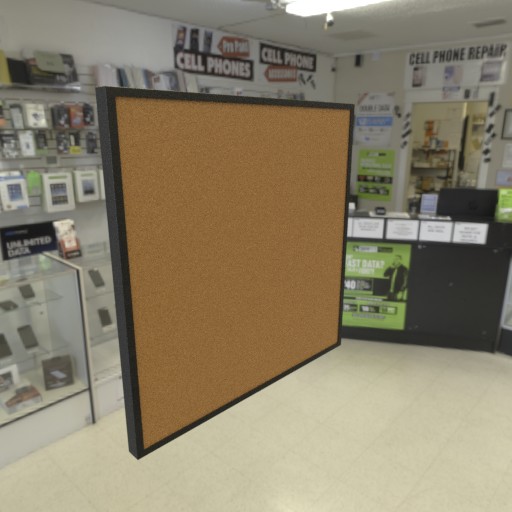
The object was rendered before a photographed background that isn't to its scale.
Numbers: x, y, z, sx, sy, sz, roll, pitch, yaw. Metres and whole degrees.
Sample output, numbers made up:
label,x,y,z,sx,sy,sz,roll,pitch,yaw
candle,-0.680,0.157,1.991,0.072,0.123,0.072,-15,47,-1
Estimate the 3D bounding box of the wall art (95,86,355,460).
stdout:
label,x,y,z,sx,sy,sz,roll,pitch,yaw
wall art,0.000,0.000,1.131,0.763,0.763,0.039,-15,22,-43
